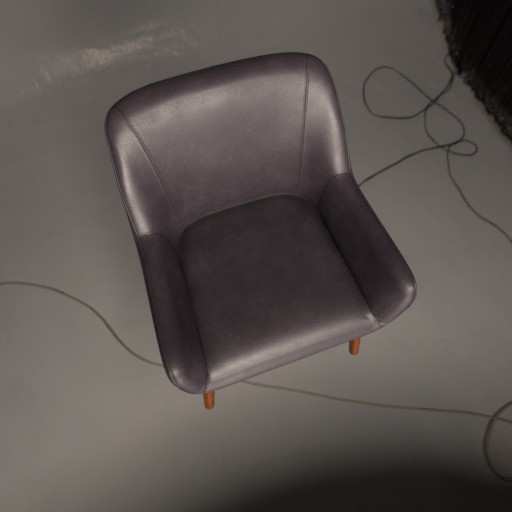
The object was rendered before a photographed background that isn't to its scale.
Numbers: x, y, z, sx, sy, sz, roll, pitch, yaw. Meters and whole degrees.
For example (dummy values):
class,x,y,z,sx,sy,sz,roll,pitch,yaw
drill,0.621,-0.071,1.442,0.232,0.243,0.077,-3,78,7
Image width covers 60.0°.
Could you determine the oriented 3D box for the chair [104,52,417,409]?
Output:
class,x,y,z,sx,sy,sz,roll,pitch,yaw
chair,0.000,0.000,1.247,0.610,0.828,0.610,-18,65,-9
